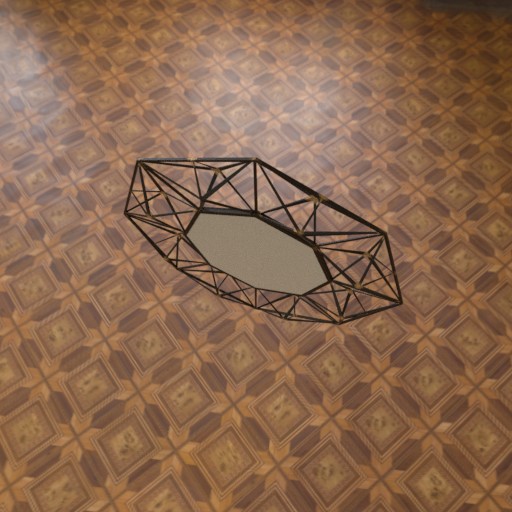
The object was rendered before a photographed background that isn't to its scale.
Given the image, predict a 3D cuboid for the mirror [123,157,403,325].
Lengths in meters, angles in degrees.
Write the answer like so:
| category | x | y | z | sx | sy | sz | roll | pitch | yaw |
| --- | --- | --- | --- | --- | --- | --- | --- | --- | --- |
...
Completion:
| category | x | y | z | sx | sy | sz | roll | pitch | yaw |
| --- | --- | --- | --- | --- | --- | --- | --- | --- | --- |
| mirror | 0.000 | 0.000 | 1.063 | 0.710 | 0.710 | 0.094 | 18 | 64 | 9 |
